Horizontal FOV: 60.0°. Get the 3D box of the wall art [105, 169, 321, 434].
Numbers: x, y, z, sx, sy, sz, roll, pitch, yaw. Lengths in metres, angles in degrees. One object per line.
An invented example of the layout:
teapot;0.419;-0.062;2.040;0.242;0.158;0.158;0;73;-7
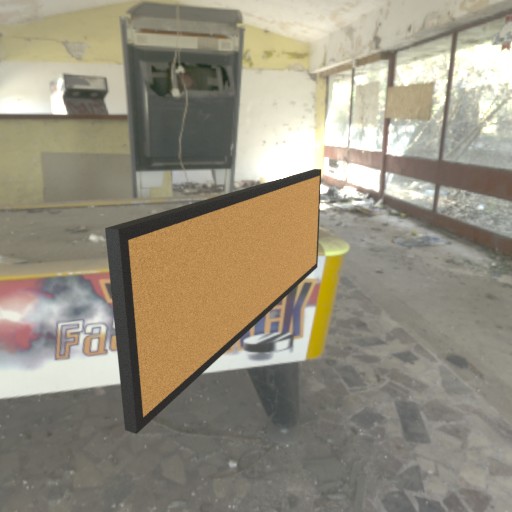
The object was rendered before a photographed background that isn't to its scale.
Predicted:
wall art;0.000;0.000;1.784;0.041;0.554;1.572;8;18;24
